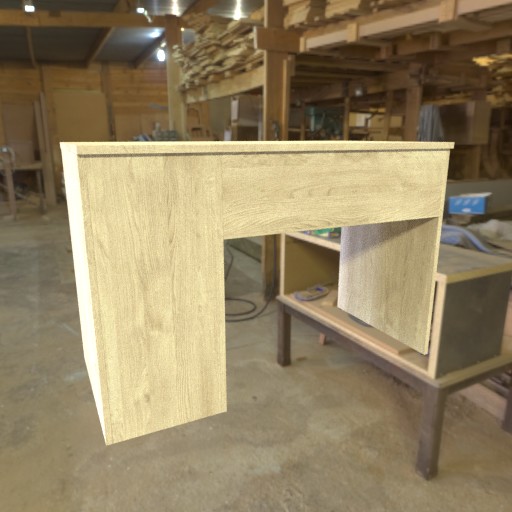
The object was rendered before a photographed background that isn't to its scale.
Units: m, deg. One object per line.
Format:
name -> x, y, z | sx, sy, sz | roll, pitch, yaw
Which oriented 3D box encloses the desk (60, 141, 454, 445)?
desk -> 0.000, 0.000, 1.479 | 1.097, 0.735, 0.560 | -7, 17, -25
